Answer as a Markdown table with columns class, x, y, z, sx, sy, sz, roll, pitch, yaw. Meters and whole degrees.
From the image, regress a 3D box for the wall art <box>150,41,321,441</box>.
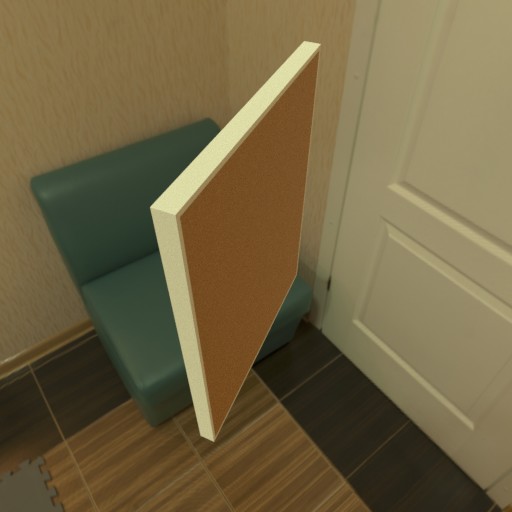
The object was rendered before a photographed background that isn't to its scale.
| class | x | y | z | sx | sy | sz | roll | pitch | yaw |
| --- | --- | --- | --- | --- | --- | --- | --- | --- | --- |
| wall art | 0.000 | 0.000 | 0.756 | 0.030 | 0.549 | 0.443 | 17 | 49 | 16 |
